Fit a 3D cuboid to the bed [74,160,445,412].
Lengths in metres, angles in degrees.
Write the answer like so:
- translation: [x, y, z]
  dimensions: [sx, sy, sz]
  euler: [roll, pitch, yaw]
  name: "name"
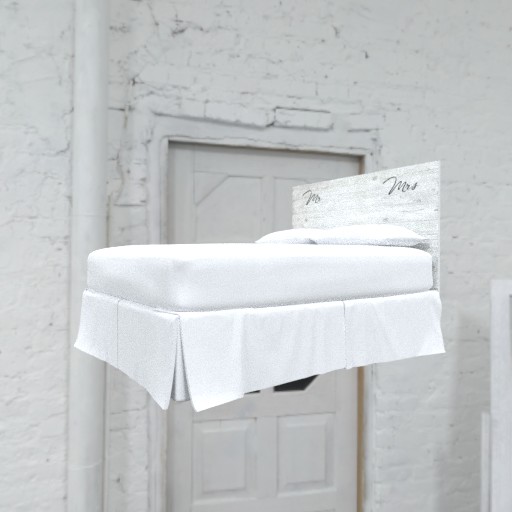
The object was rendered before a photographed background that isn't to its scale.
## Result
- translation: [0.000, 0.000, 3.143]
  dimensions: [2.094, 1.335, 1.745]
  euler: [-1, 1, -35]
  name: "bed"
